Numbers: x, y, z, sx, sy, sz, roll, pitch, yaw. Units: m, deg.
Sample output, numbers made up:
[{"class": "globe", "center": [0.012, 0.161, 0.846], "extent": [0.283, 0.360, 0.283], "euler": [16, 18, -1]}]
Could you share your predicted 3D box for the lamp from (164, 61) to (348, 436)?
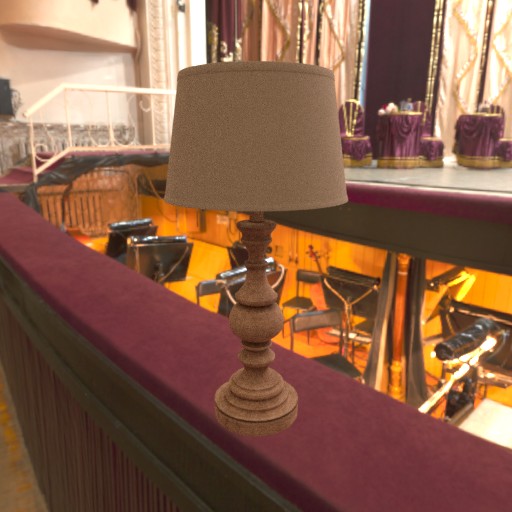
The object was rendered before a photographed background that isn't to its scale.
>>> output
[{"class": "lamp", "center": [0.000, 0.000, 0.860], "extent": [0.340, 0.678, 0.340], "euler": [0, 14, 0]}]
